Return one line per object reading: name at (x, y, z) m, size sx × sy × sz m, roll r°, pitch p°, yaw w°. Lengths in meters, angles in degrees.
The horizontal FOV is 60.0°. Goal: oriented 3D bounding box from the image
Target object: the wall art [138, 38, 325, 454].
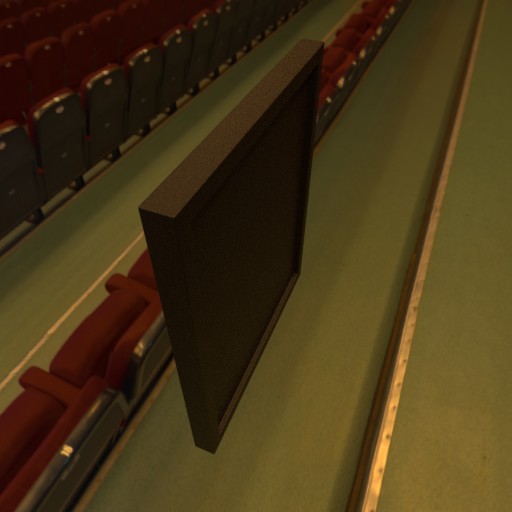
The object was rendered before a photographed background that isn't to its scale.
wall art at (0.000, 0.000, 0.523) m, size 0.028 × 0.381 × 0.328 m, roll 17°, pitch 47°, yaw 16°
